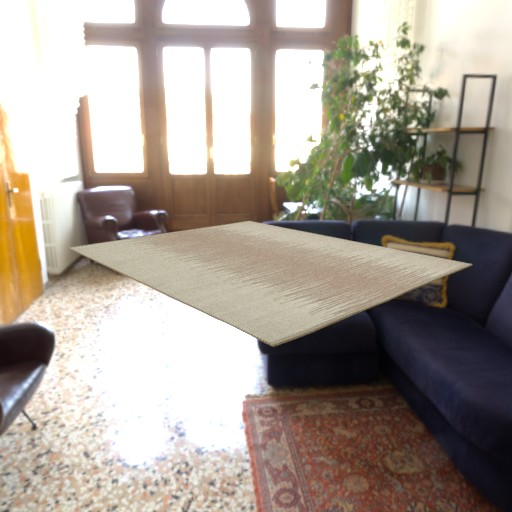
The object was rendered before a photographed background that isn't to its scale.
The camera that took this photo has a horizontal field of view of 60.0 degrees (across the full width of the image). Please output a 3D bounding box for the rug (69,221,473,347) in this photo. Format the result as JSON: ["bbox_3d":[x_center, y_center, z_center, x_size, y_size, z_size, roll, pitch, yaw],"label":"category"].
[{"bbox_3d":[0.000,0.000,4.218,2.438,0.013,3.048,-12,19,-40],"label":"rug"}]
